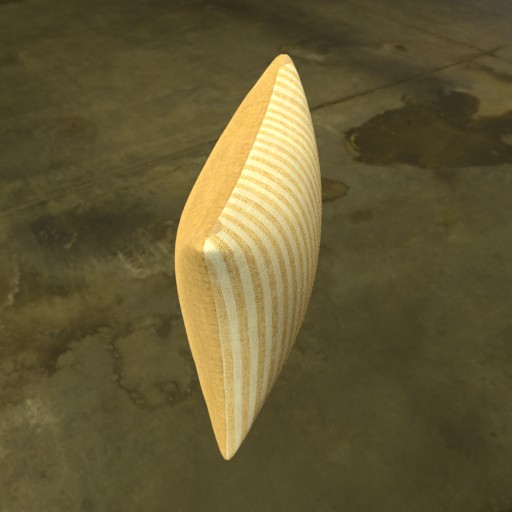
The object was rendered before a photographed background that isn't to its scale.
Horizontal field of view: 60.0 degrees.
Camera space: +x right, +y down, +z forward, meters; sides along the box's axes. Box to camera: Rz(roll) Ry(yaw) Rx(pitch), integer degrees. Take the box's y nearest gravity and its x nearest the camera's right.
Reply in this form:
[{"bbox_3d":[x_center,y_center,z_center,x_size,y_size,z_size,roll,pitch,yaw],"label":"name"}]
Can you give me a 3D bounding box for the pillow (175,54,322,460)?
[{"bbox_3d":[0.000,0.000,0.625,0.173,0.407,0.419,8,45,8],"label":"pillow"}]
